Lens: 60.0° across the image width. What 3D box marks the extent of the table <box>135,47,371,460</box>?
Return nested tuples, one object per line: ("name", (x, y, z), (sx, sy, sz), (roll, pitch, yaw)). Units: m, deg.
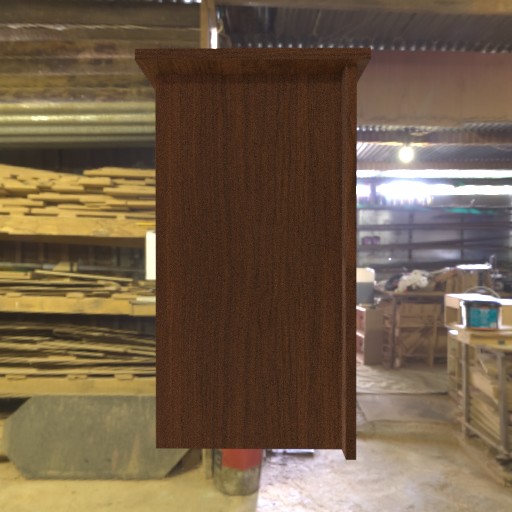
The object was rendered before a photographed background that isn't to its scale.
("table", (0.000, 0.000, 1.050), (0.406, 0.711, 0.589), (0, 0, 1))
